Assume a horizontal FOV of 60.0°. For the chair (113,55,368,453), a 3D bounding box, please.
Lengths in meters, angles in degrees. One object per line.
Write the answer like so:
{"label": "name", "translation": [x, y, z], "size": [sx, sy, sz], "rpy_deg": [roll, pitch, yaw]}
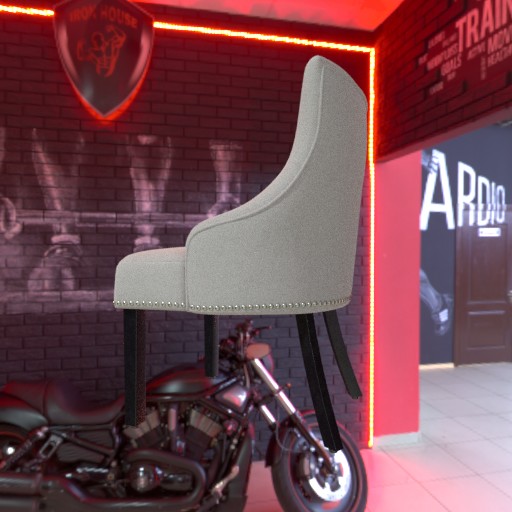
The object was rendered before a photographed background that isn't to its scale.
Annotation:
{"label": "chair", "translation": [0.000, 0.000, 1.304], "size": [0.629, 0.909, 0.566], "rpy_deg": [0, 1, 20]}
